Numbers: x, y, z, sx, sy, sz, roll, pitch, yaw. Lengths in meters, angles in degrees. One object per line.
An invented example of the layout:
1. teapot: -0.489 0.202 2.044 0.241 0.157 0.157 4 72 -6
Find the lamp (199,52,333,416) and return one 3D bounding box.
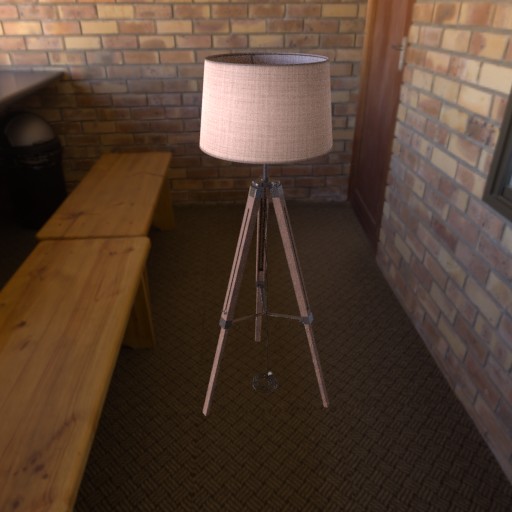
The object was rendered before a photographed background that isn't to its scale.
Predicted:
1. lamp: 0.000 0.000 1.848 0.587 1.510 0.604 -19 35 -31
